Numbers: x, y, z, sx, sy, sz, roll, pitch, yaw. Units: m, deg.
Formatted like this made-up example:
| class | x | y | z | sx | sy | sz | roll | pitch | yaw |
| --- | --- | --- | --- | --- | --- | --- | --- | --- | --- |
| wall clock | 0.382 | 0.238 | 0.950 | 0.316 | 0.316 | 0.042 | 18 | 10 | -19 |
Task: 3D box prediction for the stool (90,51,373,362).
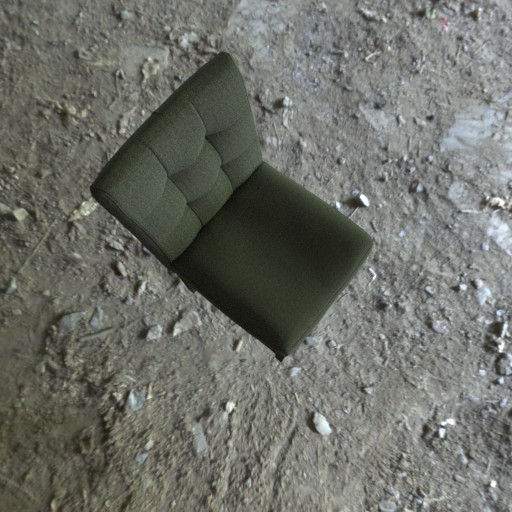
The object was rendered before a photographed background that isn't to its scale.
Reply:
| class | x | y | z | sx | sy | sz | roll | pitch | yaw |
| --- | --- | --- | --- | --- | --- | --- | --- | --- | --- |
| stool | 0.000 | 0.000 | 1.338 | 0.548 | 1.047 | 0.411 | 38 | 79 | 9 |
